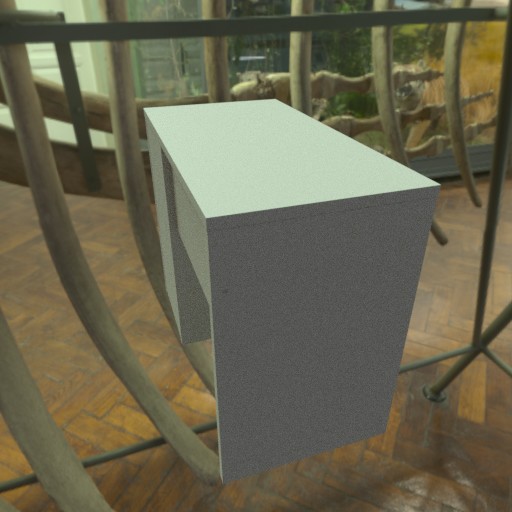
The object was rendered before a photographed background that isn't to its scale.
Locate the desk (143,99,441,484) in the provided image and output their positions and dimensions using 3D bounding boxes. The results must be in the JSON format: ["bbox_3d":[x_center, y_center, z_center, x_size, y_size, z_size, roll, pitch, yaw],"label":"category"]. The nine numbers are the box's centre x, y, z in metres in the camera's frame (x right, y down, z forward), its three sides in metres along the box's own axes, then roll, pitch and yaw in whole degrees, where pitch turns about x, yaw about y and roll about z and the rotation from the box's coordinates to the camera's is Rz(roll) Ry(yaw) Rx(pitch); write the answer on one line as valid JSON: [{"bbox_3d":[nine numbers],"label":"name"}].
[{"bbox_3d":[0.000,0.000,1.350,0.482,0.730,0.898,-10,32,-16],"label":"desk"}]
